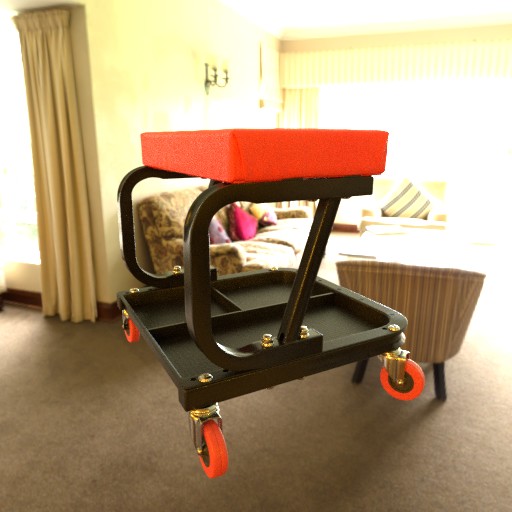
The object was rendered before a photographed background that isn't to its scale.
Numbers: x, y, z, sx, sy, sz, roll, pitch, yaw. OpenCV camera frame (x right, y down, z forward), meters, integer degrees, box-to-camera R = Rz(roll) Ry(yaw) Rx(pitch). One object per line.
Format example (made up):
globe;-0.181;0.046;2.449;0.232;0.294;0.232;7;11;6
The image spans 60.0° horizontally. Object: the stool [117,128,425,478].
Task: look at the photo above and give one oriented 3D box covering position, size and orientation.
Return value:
stool;0.000;0.000;0.698;0.371;0.380;0.446;-8;17;-27
